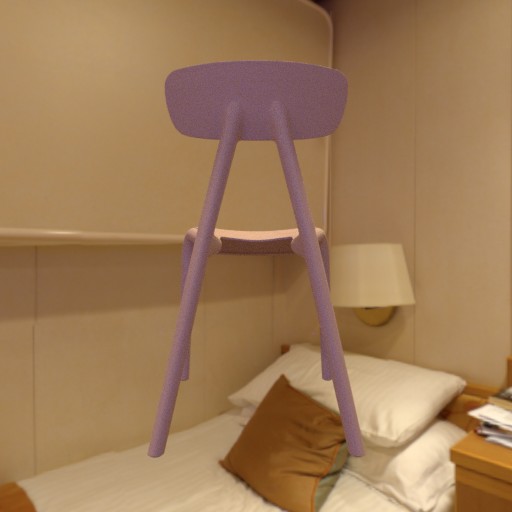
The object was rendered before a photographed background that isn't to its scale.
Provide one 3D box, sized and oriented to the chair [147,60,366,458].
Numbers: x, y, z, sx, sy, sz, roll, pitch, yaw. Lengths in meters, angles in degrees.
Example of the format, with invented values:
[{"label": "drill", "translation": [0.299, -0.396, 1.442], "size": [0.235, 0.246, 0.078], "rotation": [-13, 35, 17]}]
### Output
[{"label": "chair", "translation": [0.000, 0.000, 0.835], "size": [0.356, 0.580, 0.401], "rotation": [0, 1, 0]}]
